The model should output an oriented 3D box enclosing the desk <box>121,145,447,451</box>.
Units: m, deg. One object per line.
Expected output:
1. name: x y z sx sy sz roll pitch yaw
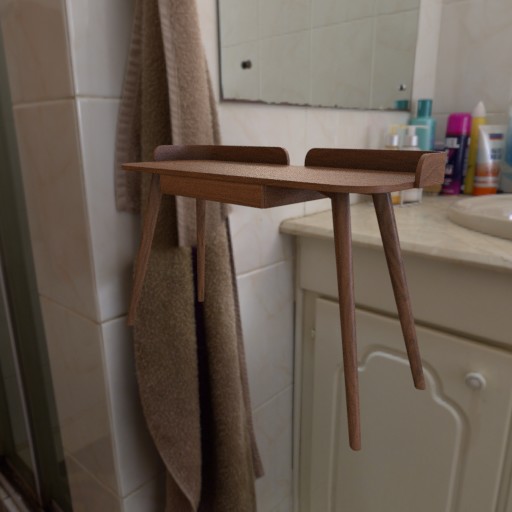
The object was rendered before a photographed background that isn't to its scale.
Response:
1. desk: 0.000 0.000 1.701 1.256 0.800 0.486 14 21 42
